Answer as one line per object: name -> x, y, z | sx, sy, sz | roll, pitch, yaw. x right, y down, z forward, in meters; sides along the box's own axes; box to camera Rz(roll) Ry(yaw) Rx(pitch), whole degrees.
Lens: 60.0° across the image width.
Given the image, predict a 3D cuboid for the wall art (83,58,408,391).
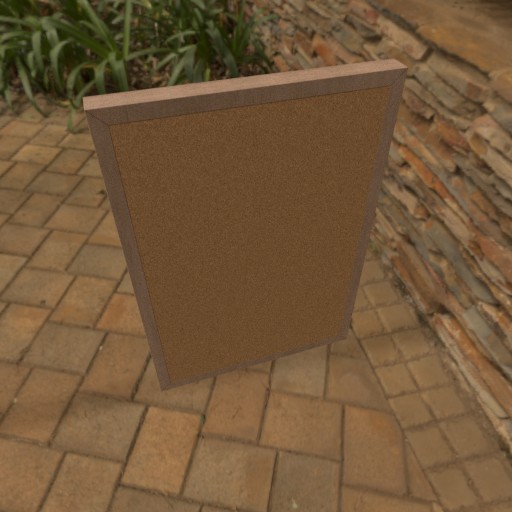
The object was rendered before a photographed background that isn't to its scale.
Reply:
wall art -> 0.000, 0.000, 0.646 | 0.356, 0.509, 0.031 | -13, 44, -13
